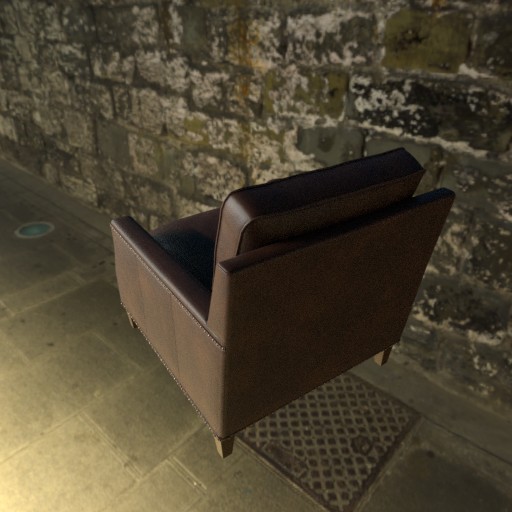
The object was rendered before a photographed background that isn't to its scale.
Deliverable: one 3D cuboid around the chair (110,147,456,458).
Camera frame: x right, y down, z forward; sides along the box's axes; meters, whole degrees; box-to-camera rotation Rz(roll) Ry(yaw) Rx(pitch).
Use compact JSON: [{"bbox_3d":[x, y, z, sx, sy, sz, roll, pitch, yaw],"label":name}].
[{"bbox_3d":[0.000,0.000,1.716,0.853,0.929,1.014,-19,35,-29],"label":"chair"}]
